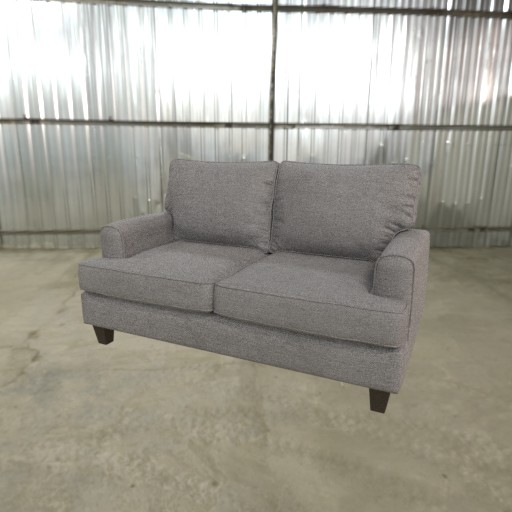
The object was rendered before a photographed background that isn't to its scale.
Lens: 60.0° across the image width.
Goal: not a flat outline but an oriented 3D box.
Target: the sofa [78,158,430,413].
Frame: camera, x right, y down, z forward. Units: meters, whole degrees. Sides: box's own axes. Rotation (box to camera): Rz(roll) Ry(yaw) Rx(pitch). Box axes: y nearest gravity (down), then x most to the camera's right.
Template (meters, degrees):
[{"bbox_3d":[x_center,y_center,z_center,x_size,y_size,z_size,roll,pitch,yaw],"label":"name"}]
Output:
[{"bbox_3d":[0.000,0.000,2.329,1.651,0.965,0.965,7,16,25],"label":"sofa"}]
